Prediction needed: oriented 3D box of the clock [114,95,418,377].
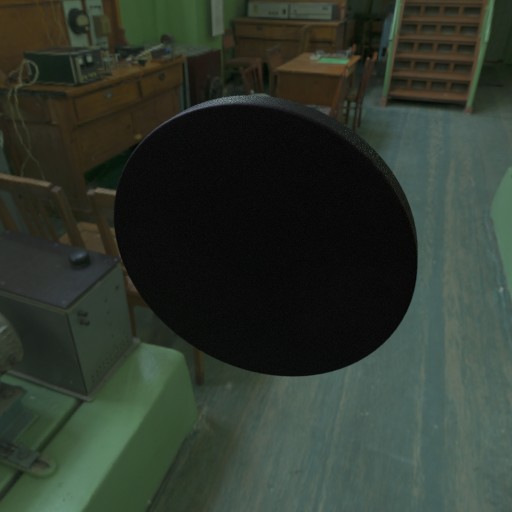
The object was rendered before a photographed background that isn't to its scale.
[{"bbox_3d":[0.000,0.000,0.457,0.314,0.314,0.029,10,34,15],"label":"clock"}]
